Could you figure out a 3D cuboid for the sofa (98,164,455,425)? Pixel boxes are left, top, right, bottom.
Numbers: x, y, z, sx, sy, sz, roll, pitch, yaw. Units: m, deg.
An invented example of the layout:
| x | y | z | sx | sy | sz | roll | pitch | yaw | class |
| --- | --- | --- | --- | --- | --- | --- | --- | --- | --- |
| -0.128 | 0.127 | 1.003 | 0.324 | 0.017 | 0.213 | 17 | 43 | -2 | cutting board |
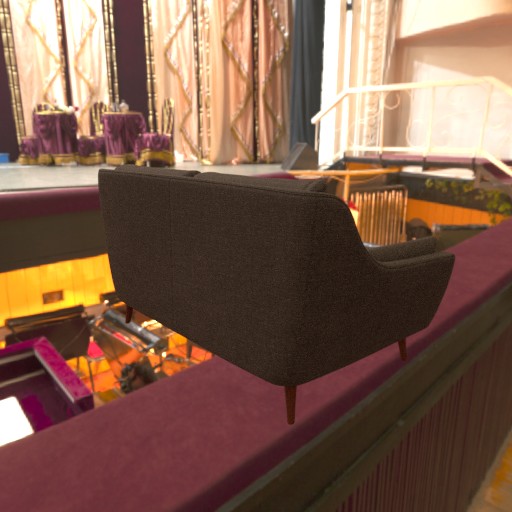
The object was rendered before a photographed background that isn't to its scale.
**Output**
| x | y | z | sx | sy | sz | roll | pitch | yaw | class |
| --- | --- | --- | --- | --- | --- | --- | --- | --- | --- |
| 0.000 | 0.000 | 2.239 | 0.976 | 0.887 | 1.646 | -13 | 20 | -41 | sofa |
